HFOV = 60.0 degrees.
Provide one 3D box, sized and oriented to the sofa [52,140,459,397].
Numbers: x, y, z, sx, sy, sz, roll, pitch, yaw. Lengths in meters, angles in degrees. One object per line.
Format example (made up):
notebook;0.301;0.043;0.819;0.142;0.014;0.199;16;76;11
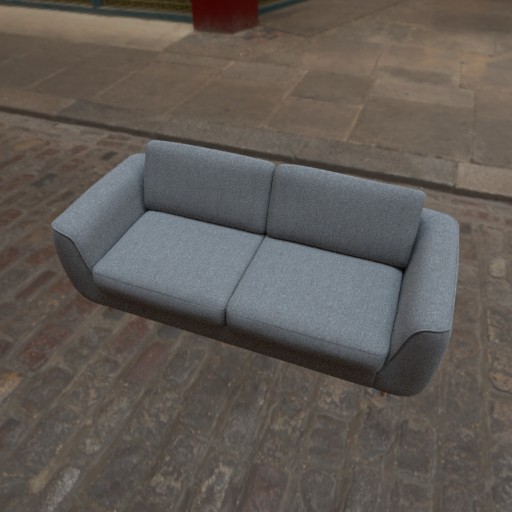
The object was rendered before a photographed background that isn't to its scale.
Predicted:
sofa;0.000;0.000;2.414;2.000;0.870;0.920;14;43;15
